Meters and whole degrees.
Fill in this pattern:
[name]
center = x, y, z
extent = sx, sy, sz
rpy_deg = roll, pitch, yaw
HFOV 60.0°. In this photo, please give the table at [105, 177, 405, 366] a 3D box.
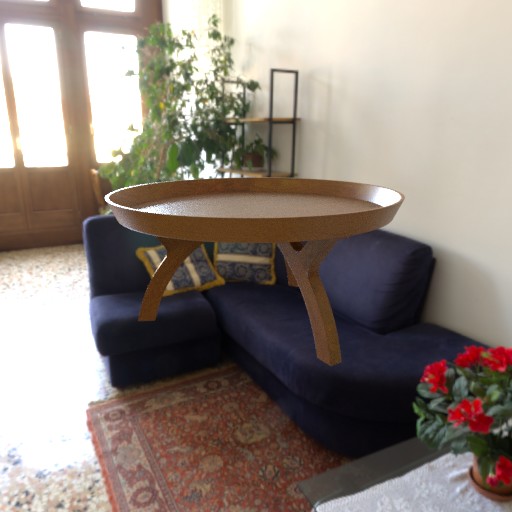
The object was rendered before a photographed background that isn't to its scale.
[table]
center = 0.000, 0.000, 1.614
extent = 1.016, 0.470, 1.016
rpy_deg = 0, 16, 0
